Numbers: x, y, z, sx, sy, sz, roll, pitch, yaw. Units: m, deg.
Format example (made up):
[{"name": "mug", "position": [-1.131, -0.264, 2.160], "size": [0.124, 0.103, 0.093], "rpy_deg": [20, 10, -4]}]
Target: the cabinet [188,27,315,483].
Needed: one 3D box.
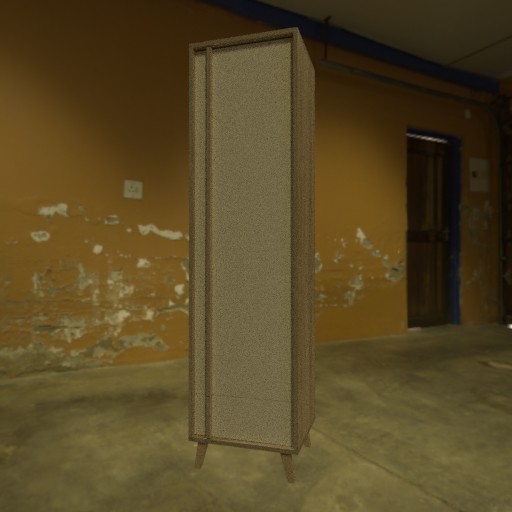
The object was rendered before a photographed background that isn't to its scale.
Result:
[{"name": "cabinet", "position": [0.000, 0.000, 2.182], "size": [0.510, 1.960, 0.450], "rpy_deg": [0, -1, 17]}]
